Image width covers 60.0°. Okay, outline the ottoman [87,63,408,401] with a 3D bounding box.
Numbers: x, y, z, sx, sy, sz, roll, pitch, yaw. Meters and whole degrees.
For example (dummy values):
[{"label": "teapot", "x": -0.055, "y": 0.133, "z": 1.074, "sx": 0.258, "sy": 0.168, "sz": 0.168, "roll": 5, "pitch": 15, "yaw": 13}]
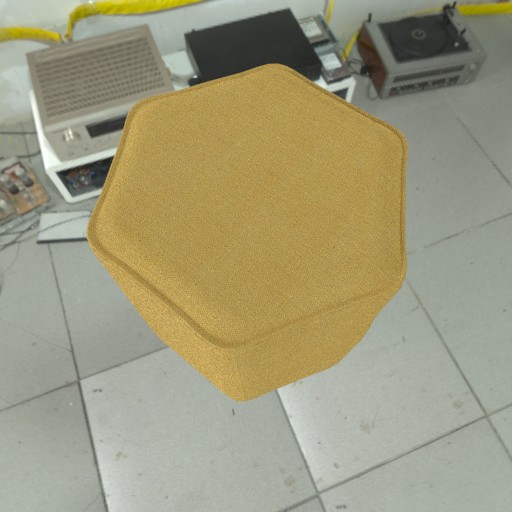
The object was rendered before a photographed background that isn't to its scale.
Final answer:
[{"label": "ottoman", "x": 0.000, "y": 0.000, "z": 0.849, "sx": 0.494, "sy": 0.502, "sz": 0.443, "roll": 36, "pitch": 70, "yaw": 16}]
